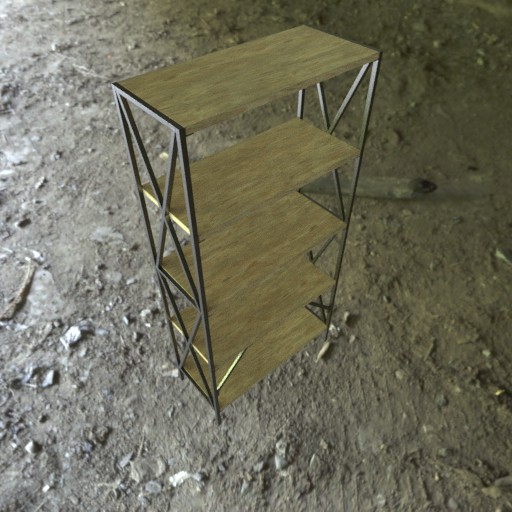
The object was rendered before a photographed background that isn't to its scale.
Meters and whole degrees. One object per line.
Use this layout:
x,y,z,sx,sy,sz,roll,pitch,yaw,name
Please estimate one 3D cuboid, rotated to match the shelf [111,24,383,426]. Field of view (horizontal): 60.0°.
0.000,0.000,2.130,0.874,1.803,0.386,-31,52,-27,shelf
